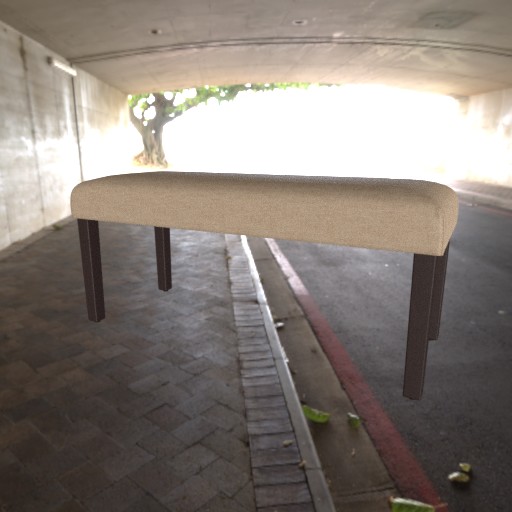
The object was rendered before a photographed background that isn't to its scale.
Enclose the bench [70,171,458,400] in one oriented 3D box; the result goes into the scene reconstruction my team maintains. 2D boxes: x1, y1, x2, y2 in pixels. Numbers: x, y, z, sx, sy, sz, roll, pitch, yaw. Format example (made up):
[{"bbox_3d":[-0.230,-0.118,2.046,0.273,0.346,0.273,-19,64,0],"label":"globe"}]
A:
[{"bbox_3d":[0.000,0.000,1.273,1.013,0.456,0.407,7,16,26],"label":"bench"}]
